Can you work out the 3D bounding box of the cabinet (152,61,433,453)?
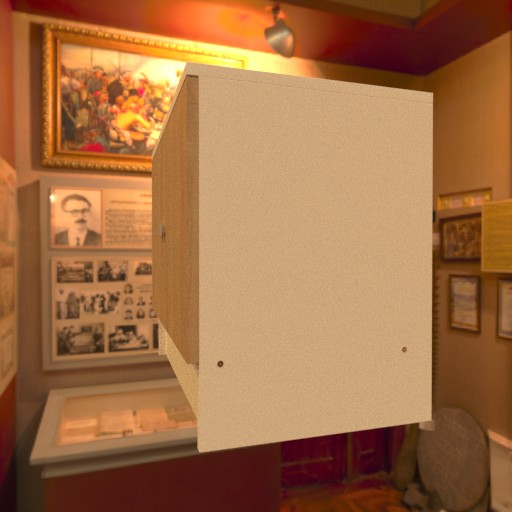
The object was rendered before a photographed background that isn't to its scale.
[{"bbox_3d":[0.000,0.000,0.931,0.400,0.522,0.600,0,1,-18],"label":"cabinet"}]
